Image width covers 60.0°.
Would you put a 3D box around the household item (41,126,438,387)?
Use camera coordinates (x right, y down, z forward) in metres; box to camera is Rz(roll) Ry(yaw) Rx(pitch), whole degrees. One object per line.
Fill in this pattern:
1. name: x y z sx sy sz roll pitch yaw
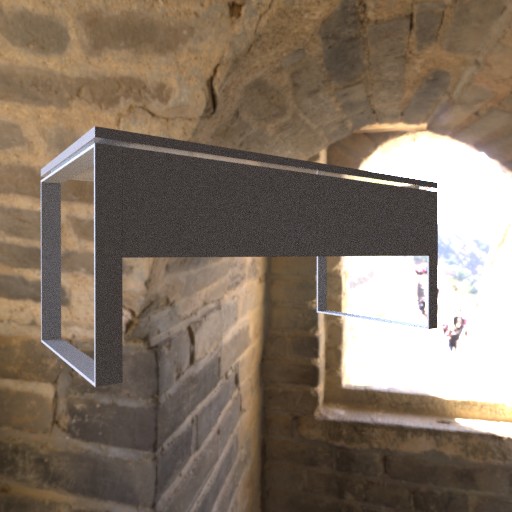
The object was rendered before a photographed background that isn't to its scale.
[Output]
1. household item: 0.000 0.000 2.077 1.700 0.745 0.800 0 0 -36
